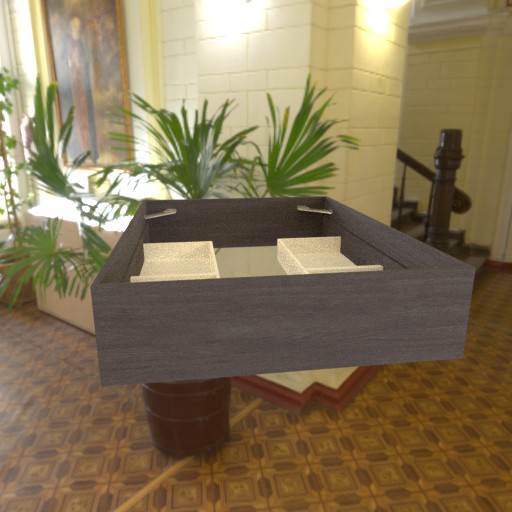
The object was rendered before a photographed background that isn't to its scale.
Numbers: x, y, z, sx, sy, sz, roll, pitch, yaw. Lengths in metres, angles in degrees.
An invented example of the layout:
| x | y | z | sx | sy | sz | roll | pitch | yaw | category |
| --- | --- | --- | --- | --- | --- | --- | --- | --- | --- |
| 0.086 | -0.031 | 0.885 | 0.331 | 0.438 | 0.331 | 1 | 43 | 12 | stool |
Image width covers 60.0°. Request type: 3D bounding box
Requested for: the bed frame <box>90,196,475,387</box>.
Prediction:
| x | y | z | sx | sy | sz | roll | pitch | yaw | category |
| --- | --- | --- | --- | --- | --- | --- | --- | --- | --- |
| 0.000 | 0.000 | 2.610 | 1.448 | 0.459 | 1.944 | -2 | 16 | -8 | bed frame |
